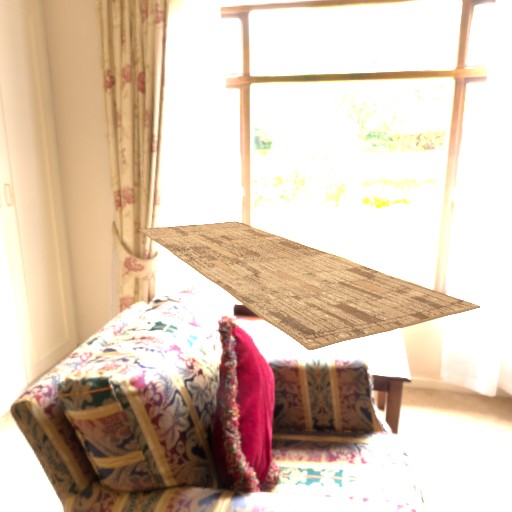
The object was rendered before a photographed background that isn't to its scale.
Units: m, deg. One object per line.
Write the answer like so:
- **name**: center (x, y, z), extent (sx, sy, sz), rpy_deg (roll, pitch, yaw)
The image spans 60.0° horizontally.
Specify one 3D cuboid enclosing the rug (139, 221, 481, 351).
- **rug**: center (0.000, 0.000, 2.647), extent (0.857, 0.018, 2.383), rpy_deg (-7, 16, -27)
